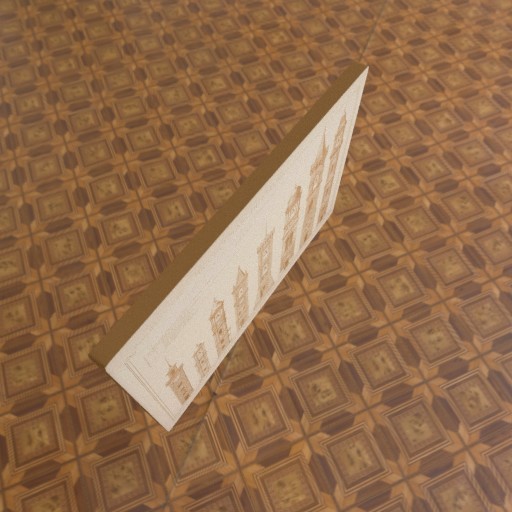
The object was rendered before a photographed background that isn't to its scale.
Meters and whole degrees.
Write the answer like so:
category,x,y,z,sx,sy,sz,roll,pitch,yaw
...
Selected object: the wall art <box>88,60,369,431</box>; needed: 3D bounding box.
category,x,y,z,sx,sy,sz,roll,pitch,yaw
wall art,0.000,0.000,0.485,0.019,0.254,0.380,31,64,17
